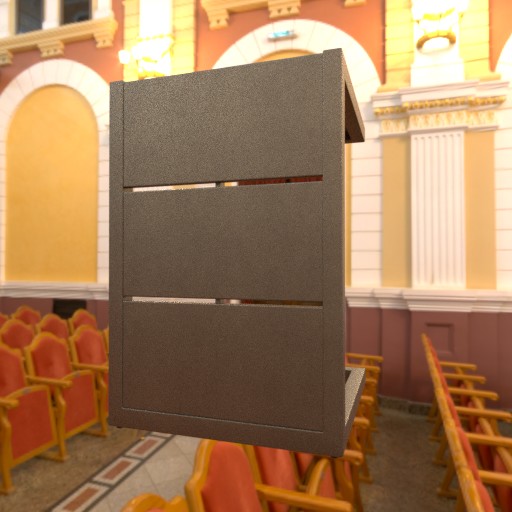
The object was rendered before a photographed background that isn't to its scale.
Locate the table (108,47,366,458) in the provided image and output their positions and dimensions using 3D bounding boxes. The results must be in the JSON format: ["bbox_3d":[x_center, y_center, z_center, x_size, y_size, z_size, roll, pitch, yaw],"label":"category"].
[{"bbox_3d":[0.000,0.000,0.911,0.405,0.609,0.420,0,-1,18],"label":"table"}]
